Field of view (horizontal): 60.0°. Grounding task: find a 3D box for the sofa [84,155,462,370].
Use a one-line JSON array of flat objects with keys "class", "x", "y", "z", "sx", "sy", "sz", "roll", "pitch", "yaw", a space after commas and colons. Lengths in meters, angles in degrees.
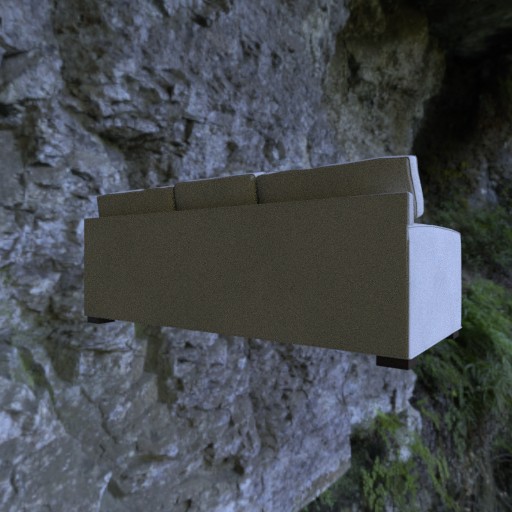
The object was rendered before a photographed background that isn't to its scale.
[{"class": "sofa", "x": 0.000, "y": 0.000, "z": 2.634, "sx": 2.088, "sy": 0.862, "sz": 0.935, "roll": 0, "pitch": 0, "yaw": 36}]
